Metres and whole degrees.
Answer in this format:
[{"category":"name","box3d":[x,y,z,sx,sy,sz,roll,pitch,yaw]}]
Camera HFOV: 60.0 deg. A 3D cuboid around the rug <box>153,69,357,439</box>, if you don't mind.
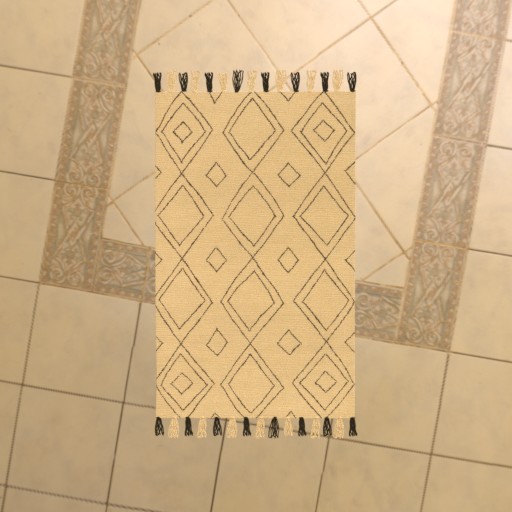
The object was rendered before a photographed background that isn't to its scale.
[{"category":"rug","box3d":[0.000,0.000,3.304,1.524,0.021,2.755,0,91,0]}]
